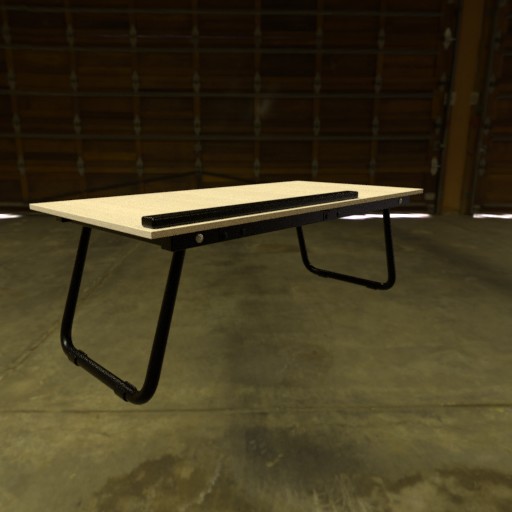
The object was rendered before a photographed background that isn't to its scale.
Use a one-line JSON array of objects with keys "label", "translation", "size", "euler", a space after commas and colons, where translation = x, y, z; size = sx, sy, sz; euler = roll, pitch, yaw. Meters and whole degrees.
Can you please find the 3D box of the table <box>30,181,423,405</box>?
[{"label": "table", "translation": [0.000, 0.000, 0.804], "size": [0.322, 0.242, 0.644], "euler": [13, 19, 42]}]
